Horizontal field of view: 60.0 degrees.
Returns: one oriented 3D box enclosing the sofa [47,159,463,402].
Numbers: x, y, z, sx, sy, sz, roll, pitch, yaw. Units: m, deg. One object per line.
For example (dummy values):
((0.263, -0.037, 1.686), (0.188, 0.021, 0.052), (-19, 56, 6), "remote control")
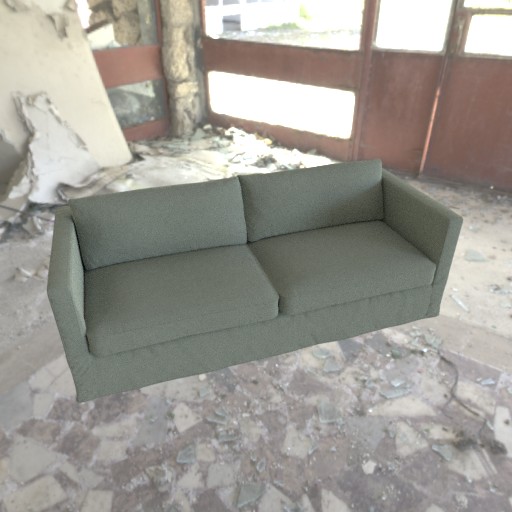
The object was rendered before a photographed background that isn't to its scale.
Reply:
((0.000, 0.000, 2.791), (2.312, 0.853, 0.962), (-10, 33, -16), "sofa")
